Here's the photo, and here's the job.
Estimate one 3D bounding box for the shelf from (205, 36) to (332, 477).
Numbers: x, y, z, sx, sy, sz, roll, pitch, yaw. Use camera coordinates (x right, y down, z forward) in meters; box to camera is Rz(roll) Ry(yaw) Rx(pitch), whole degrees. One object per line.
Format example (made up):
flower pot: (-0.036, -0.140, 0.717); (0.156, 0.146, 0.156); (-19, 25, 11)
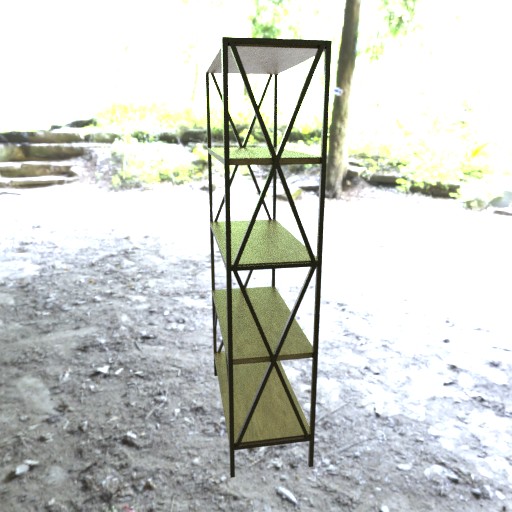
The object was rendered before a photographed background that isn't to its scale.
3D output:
shelf: (0.000, 0.000, 2.183); (0.386, 1.803, 0.874); (-3, 17, -10)
